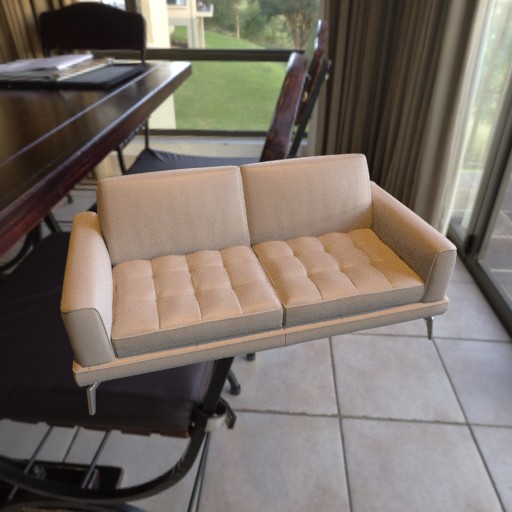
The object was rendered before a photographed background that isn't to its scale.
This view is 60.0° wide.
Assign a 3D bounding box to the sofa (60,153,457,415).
[{"bbox_3d":[0.000,0.000,2.745,2.177,0.930,1.121,-8,33,-13],"label":"sofa"}]
